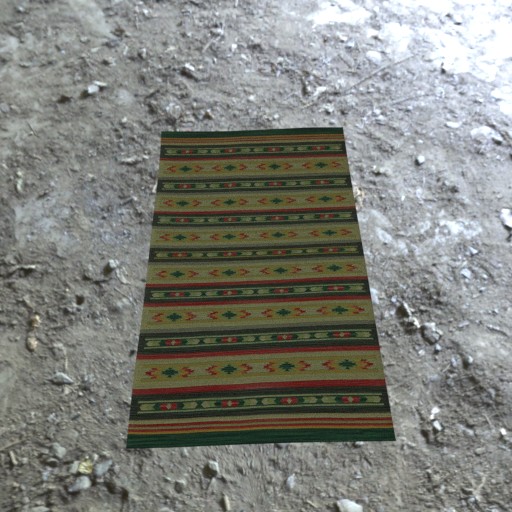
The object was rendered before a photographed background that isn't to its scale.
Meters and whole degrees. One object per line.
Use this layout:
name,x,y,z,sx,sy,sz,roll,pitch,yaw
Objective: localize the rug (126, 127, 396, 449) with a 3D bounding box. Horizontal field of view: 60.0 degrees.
rug,0.000,0.000,3.097,1.520,0.011,2.447,-1,60,-1
